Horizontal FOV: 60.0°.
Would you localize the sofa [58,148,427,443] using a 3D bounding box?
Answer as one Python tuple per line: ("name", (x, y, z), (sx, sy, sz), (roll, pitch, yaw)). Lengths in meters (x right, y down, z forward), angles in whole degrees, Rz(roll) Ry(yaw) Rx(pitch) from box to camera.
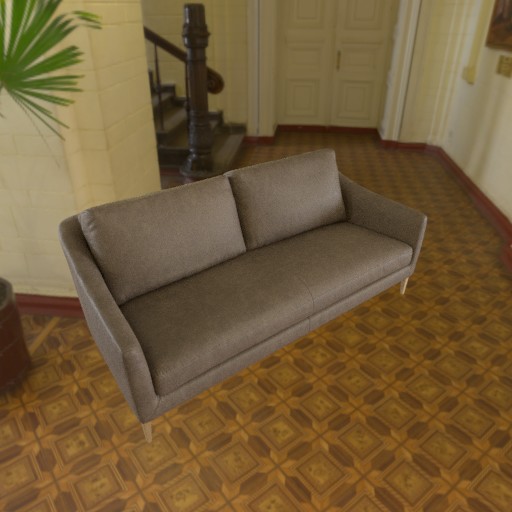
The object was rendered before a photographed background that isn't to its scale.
("sofa", (0.000, 0.000, 2.609), (2.036, 0.902, 0.960), (-21, 36, -33))
